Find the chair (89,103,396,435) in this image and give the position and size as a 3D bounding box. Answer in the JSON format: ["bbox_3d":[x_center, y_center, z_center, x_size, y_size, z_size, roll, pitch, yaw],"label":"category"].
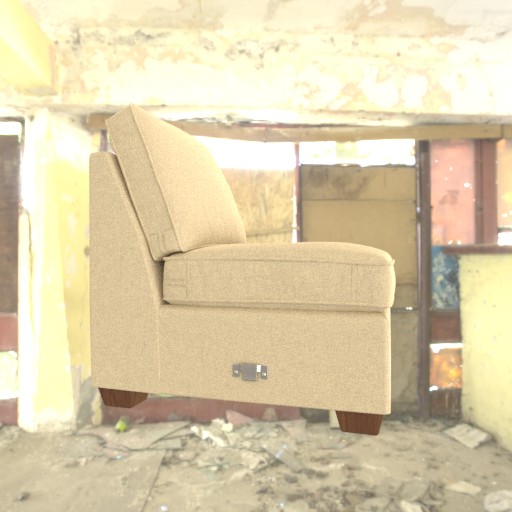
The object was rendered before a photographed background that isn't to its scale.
[{"bbox_3d":[0.000,0.000,1.563,0.938,0.970,0.621,0,0,17],"label":"chair"}]
